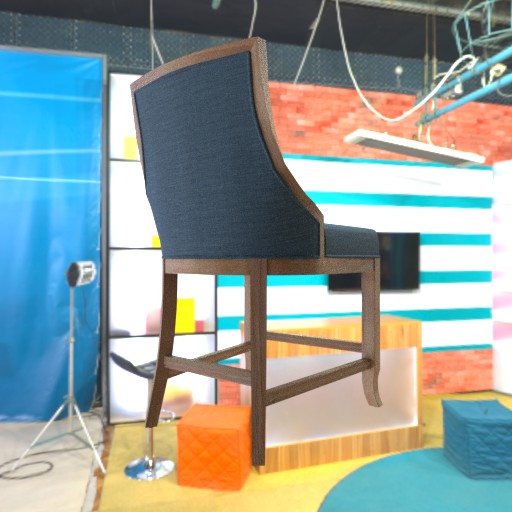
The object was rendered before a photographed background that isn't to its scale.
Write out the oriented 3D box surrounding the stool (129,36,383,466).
[{"bbox_3d":[0.000,0.000,1.295,0.524,0.938,0.626,0,0,37],"label":"stool"}]
